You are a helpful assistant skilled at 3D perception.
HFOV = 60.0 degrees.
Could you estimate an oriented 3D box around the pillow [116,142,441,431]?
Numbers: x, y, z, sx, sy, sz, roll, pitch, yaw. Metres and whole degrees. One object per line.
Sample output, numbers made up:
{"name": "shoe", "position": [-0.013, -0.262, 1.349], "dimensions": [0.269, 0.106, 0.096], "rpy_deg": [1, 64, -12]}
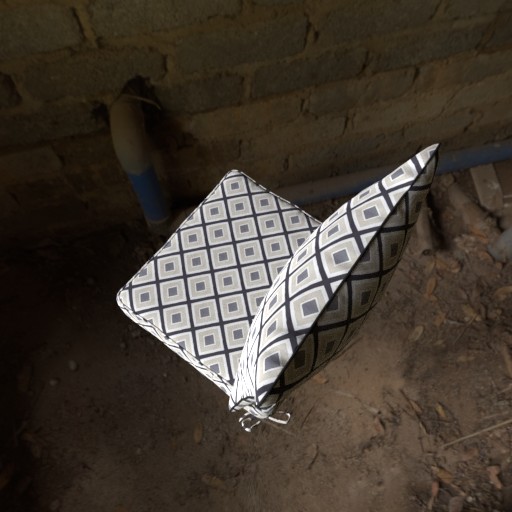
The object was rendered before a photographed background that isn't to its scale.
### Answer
{"name": "pillow", "position": [0.000, 0.000, 1.339], "dimensions": [0.733, 0.722, 0.798], "rpy_deg": [33, 69, 14]}
